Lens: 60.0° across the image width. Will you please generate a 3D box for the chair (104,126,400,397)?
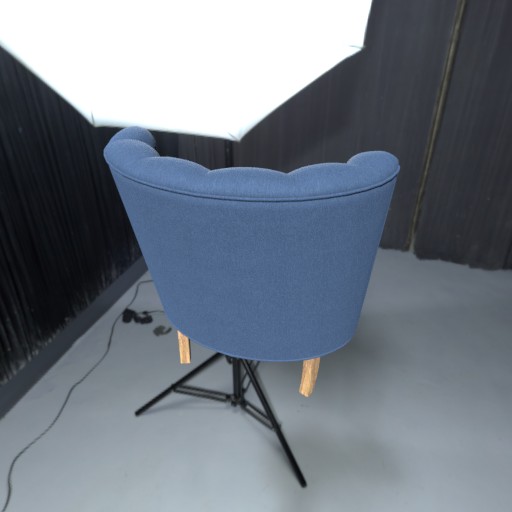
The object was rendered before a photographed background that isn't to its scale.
[{"bbox_3d":[0.000,0.000,1.345,0.740,0.771,0.718,10,33,16],"label":"chair"}]
